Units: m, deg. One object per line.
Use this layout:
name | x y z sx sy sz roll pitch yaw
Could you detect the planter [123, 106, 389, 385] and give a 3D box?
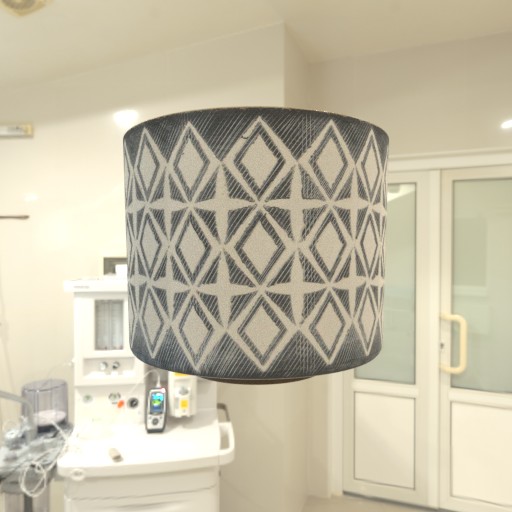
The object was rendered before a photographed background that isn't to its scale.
planter | 0.000 0.000 0.336 0.192 0.165 0.192 0 1 0
